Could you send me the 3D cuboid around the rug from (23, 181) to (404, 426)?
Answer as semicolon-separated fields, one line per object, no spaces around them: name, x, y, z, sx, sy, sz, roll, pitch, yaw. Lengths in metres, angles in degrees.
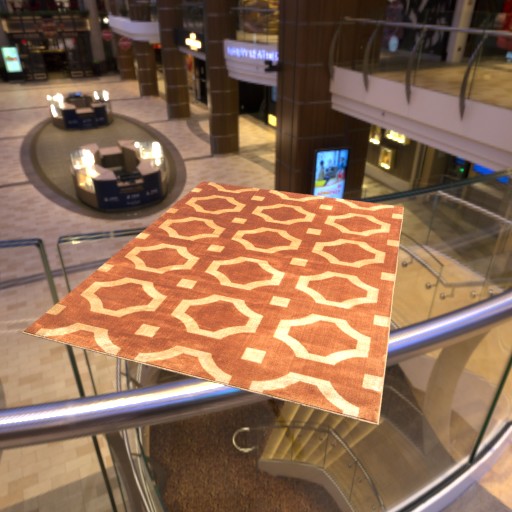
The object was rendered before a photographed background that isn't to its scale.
rug;0.000;0.000;4.039;2.466;0.021;3.049;10;32;16
